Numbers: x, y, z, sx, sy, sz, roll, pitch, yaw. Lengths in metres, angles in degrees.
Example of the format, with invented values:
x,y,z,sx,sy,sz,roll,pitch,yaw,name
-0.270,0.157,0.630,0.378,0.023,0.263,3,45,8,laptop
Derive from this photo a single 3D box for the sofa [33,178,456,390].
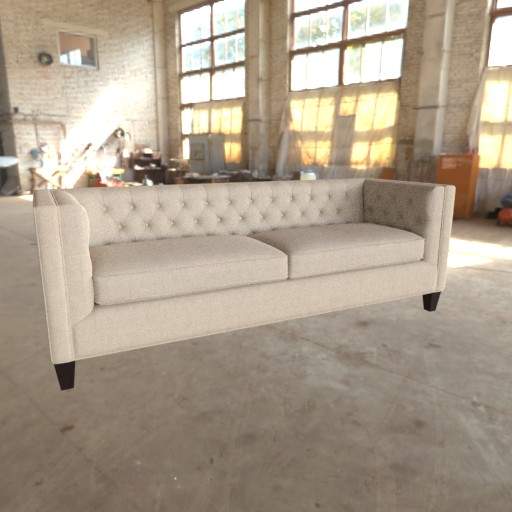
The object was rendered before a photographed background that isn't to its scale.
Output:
x,y,z,sx,sy,sz,roll,pitch,yaw,name
0.000,0.000,2.469,2.159,0.762,0.775,-7,15,-25,sofa
